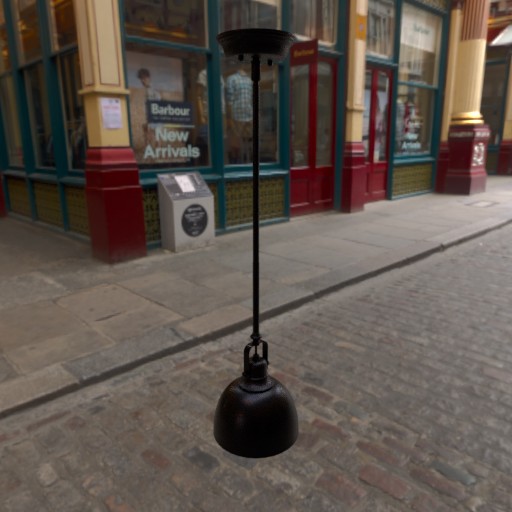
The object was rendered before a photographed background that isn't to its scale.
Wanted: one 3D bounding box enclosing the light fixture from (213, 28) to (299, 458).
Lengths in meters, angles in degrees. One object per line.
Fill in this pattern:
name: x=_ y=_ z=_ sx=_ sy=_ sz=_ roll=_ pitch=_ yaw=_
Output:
light fixture: x=0.000 y=0.000 z=0.852 sx=0.182 sy=0.768 sz=0.182 roll=14 pitch=20 yaw=43
